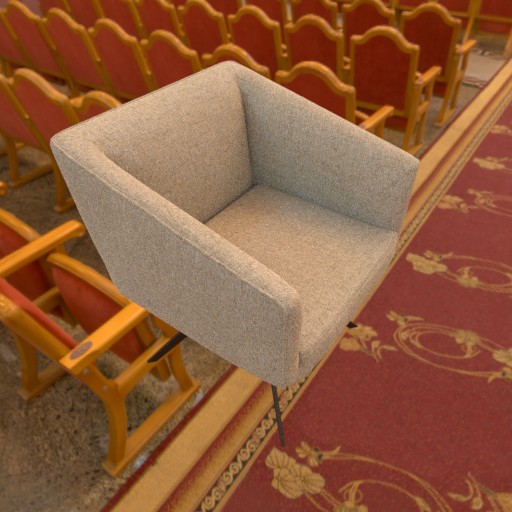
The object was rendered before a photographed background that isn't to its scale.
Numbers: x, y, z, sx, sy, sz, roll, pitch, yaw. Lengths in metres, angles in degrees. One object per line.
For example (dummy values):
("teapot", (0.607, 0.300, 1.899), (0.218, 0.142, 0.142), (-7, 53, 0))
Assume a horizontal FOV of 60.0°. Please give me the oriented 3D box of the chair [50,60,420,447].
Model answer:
("chair", (0.000, 0.000, 1.203), (0.623, 0.760, 0.628), (25, 47, 26))
